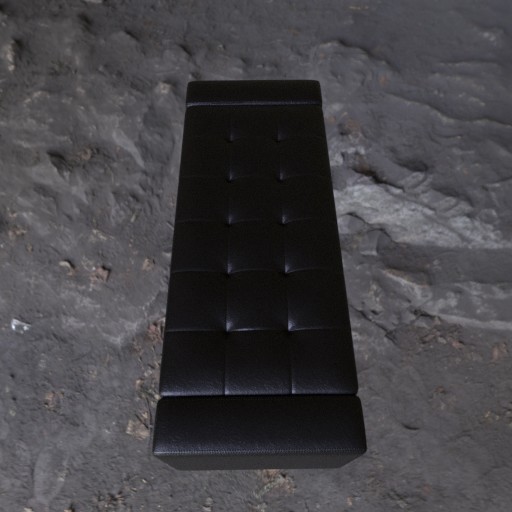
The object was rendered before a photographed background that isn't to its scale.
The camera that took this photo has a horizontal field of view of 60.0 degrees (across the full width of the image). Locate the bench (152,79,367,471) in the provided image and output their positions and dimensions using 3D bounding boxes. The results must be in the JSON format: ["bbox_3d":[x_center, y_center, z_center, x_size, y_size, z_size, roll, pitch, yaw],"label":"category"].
[{"bbox_3d":[0.000,0.000,1.515,0.508,0.445,1.296,-1,60,0],"label":"bench"}]
